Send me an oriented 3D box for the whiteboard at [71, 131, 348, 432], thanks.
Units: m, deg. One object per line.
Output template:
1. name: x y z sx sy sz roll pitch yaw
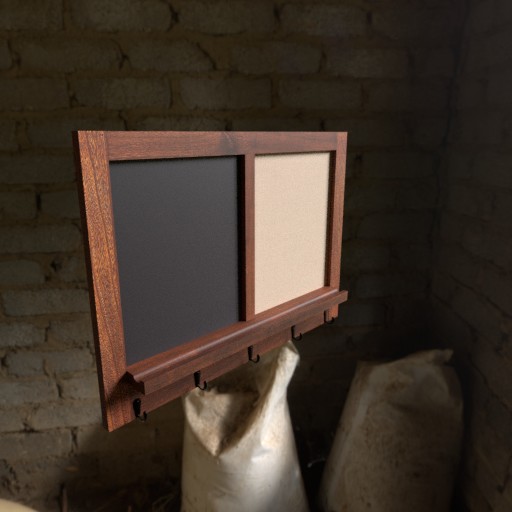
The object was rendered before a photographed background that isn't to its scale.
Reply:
1. whiteboard: 0.000 0.000 1.024 0.083 0.553 0.768 14 21 42
